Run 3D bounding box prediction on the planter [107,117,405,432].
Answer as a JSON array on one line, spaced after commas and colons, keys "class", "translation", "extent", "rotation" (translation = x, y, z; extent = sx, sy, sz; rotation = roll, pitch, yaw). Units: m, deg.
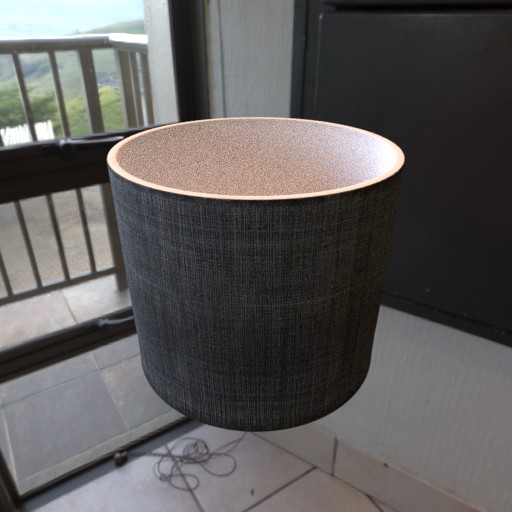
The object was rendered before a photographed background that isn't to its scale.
[{"class": "planter", "translation": [0.000, 0.000, 0.446], "extent": [0.254, 0.221, 0.254], "rotation": [0, 29, 0]}]
